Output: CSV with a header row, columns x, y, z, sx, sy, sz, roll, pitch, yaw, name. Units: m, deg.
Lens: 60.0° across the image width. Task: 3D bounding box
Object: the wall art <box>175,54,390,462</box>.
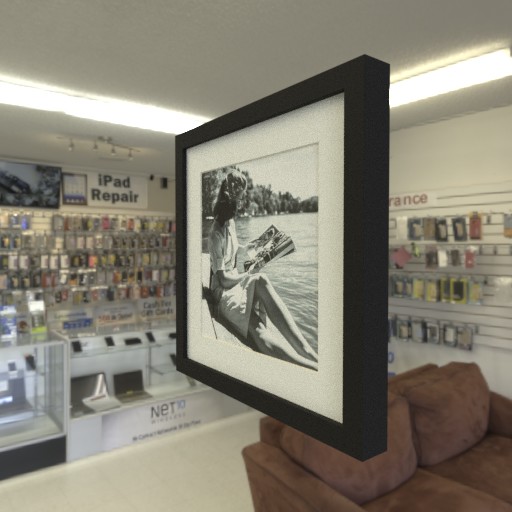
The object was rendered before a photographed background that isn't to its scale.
x,y,z,sx,sy,sz,roll,pitch,yaw,name
0.000,0.000,0.463,0.030,0.305,0.308,-1,2,-37,wall art
